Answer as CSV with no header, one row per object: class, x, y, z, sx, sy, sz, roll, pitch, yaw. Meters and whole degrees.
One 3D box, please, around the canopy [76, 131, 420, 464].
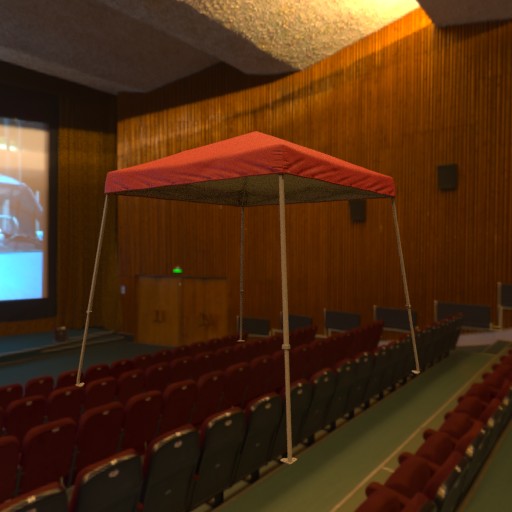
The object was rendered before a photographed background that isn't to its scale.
canopy,0.000,0.000,6.456,3.599,3.600,3.600,1,2,38
